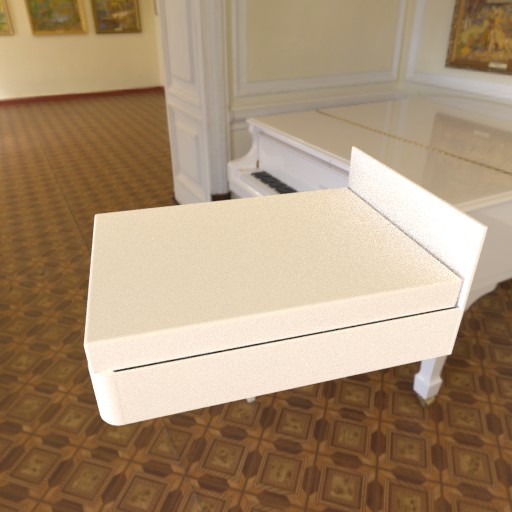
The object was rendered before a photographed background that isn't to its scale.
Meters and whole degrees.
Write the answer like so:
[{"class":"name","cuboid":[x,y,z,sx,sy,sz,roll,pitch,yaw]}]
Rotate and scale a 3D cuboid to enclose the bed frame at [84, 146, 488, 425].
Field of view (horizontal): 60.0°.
[{"class":"bed frame","cuboid":[0.000,0.000,2.669,1.900,0.800,1.400,-8,31,-13]}]
